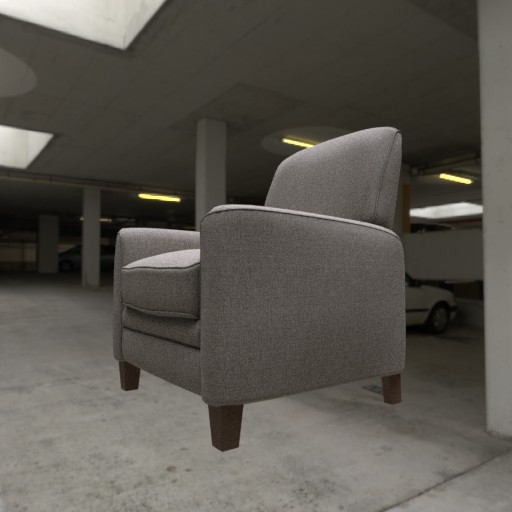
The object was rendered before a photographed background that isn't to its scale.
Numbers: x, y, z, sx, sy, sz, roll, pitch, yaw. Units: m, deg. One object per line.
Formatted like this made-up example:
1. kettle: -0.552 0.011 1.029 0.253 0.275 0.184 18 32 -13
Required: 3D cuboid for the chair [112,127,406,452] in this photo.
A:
1. chair: 0.000 0.000 1.636 0.864 1.014 0.848 2 -3 -36
